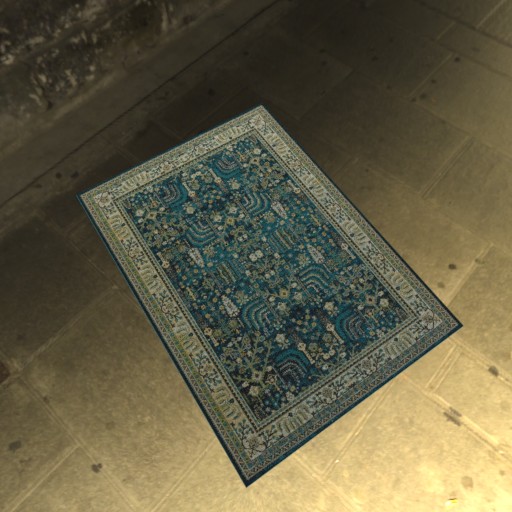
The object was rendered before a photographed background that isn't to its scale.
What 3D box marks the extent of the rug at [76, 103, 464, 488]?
[{"bbox_3d":[0.000,0.000,2.936,1.594,0.013,2.213,-31,68,-14],"label":"rug"}]
